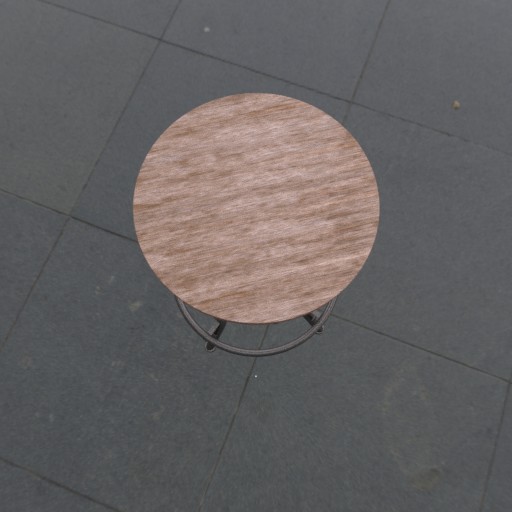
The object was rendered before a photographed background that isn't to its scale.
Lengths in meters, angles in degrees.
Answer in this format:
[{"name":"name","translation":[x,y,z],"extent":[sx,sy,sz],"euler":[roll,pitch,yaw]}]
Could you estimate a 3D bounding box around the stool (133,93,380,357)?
[{"name":"stool","translation":[0.000,0.000,0.921],"extent":[0.439,0.609,0.439],"euler":[35,78,9]}]
